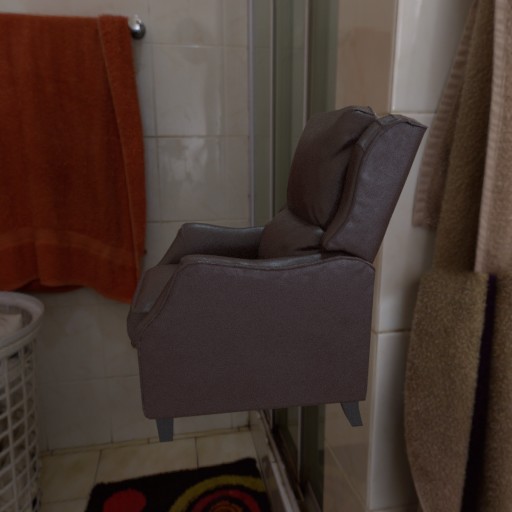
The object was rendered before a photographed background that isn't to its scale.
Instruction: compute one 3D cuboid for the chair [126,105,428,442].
[{"bbox_3d":[0.000,0.000,1.775,0.982,1.132,0.770,-2,14,-9],"label":"chair"}]
